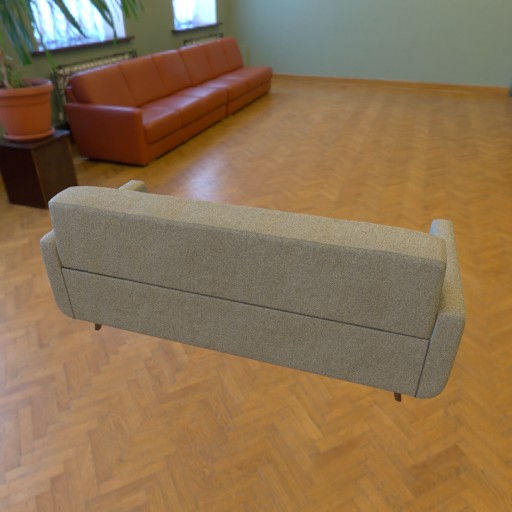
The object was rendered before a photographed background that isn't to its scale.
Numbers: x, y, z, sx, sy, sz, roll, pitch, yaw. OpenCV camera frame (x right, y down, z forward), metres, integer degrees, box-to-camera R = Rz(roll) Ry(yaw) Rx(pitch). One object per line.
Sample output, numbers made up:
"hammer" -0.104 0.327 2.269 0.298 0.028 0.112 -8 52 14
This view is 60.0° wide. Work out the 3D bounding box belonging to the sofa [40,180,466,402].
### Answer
"sofa" 0.000 0.000 2.481 2.055 0.873 0.968 9 32 15
